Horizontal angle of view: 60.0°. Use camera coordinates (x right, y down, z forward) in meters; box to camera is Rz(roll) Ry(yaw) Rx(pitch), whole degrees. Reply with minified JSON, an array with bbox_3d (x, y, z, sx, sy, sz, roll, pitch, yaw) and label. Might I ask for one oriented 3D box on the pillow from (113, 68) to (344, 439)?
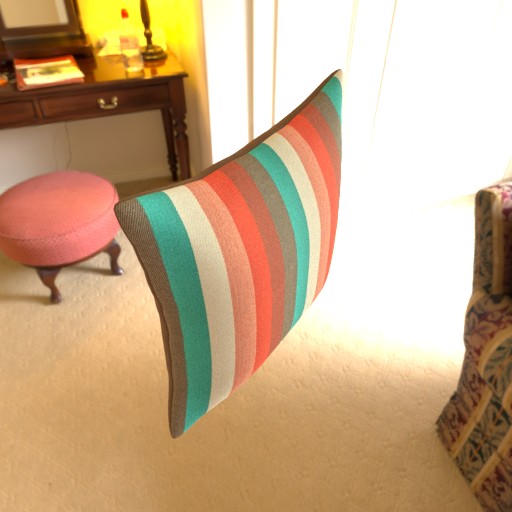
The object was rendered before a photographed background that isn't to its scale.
[{"bbox_3d":[0.000,0.000,0.685,0.168,0.443,0.453,25,46,26],"label":"pillow"}]
